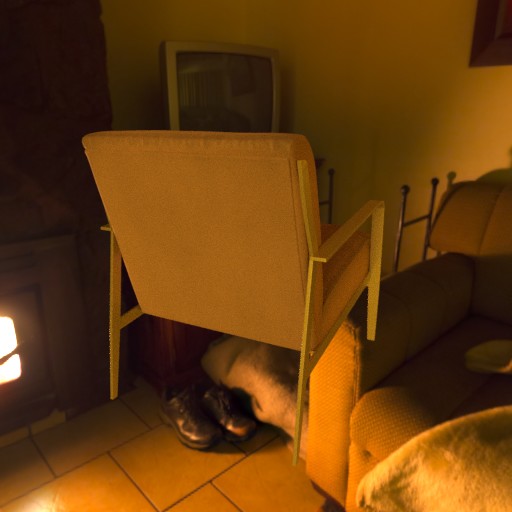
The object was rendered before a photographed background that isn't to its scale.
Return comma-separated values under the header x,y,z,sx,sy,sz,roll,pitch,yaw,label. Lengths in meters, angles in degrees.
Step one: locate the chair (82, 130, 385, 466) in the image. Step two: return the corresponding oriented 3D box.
x,y,z,sx,sy,sz,roll,pitch,yaw,label
0.000,0.000,1.487,0.701,0.823,0.848,9,19,26,chair
